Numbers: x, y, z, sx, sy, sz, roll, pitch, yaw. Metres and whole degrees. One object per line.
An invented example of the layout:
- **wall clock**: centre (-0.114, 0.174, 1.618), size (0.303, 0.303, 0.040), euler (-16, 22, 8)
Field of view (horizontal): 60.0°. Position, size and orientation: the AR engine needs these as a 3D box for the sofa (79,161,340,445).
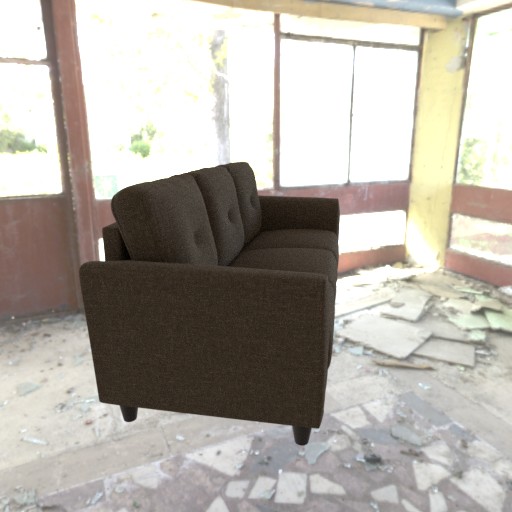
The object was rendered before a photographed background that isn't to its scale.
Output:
- **sofa**: centre (0.000, 0.000, 2.294), size (0.837, 0.891, 1.847), euler (3, 15, 11)
